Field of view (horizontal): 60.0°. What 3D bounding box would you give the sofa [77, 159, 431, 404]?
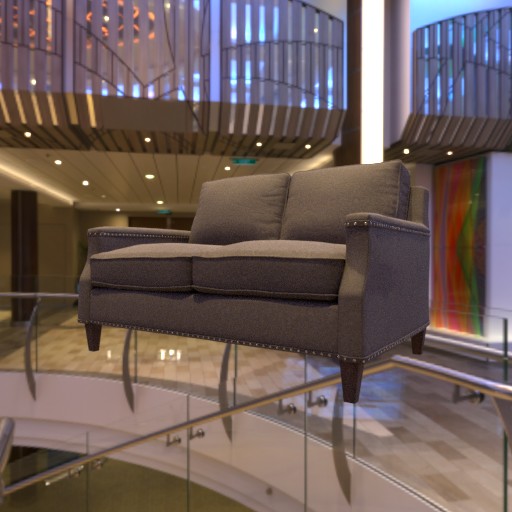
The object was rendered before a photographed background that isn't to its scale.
[{"bbox_3d":[0.000,0.000,2.336,1.597,1.003,1.084,0,0,34],"label":"sofa"}]
